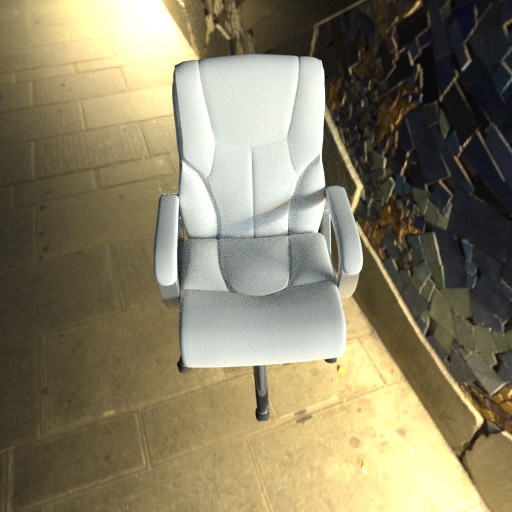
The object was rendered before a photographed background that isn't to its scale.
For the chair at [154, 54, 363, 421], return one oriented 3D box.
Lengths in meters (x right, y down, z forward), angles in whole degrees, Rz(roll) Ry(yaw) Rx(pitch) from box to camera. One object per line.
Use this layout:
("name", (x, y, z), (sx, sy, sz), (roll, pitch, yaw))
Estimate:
("chair", (0.000, 0.000, 1.565), (0.687, 1.120, 0.738), (-3, 47, -3))
